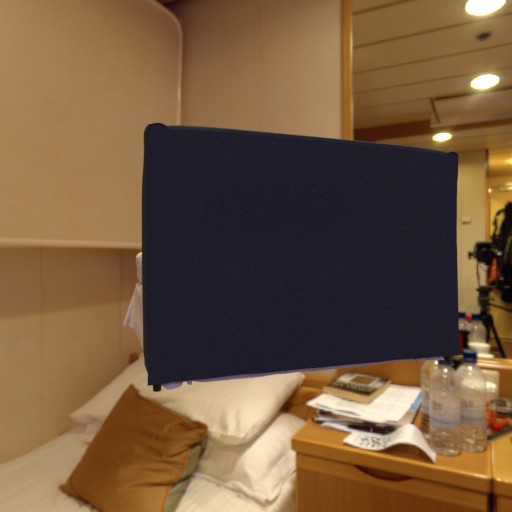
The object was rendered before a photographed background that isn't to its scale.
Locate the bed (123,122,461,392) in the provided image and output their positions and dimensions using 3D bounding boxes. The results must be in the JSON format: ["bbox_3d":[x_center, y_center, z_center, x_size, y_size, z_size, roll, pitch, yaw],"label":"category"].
[{"bbox_3d":[0.000,0.000,3.505,1.925,1.332,2.276,0,0,-19],"label":"bed"}]
